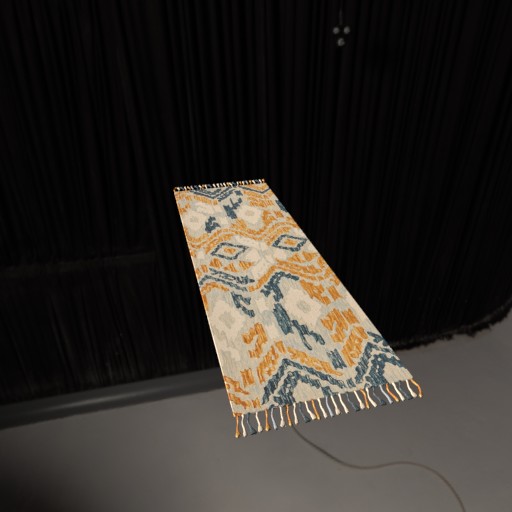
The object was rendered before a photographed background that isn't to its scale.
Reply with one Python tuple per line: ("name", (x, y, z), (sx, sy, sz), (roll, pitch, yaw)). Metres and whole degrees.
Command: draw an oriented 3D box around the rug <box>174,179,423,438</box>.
("rug", (0.000, 0.000, 2.681), (0.783, 0.010, 2.437), (-8, 32, -13))
